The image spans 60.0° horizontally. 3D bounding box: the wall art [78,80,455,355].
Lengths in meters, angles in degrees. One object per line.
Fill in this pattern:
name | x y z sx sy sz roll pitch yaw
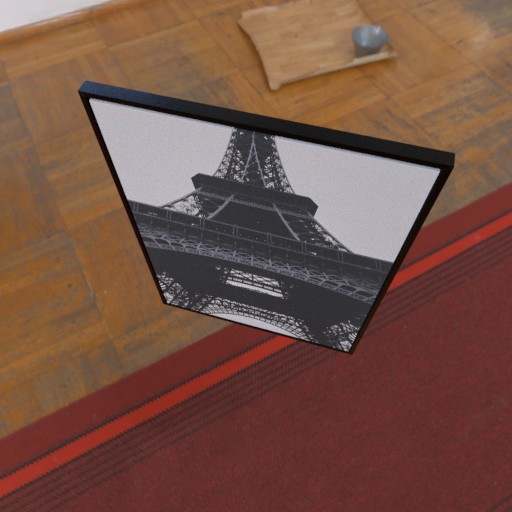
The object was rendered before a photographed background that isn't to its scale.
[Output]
wall art | 0.000 0.000 1.371 0.805 1.062 0.040 14 59 8
